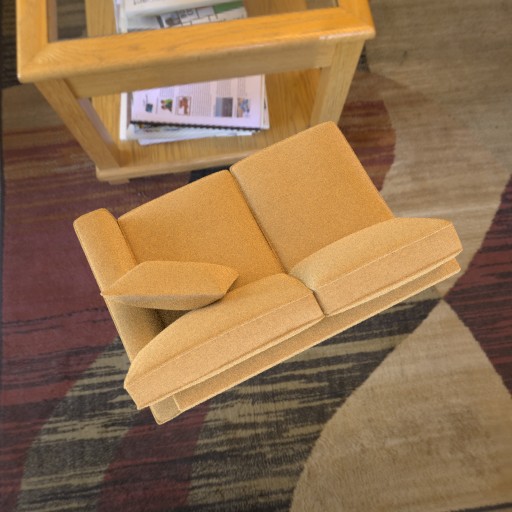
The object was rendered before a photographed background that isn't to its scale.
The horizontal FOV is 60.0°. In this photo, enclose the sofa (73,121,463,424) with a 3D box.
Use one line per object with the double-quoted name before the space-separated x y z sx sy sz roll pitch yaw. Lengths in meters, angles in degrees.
"sofa" 0.000 0.000 2.110 1.388 0.989 0.991 -25 77 -6
